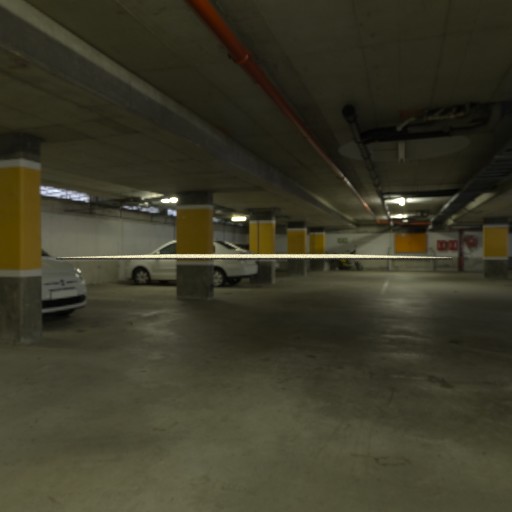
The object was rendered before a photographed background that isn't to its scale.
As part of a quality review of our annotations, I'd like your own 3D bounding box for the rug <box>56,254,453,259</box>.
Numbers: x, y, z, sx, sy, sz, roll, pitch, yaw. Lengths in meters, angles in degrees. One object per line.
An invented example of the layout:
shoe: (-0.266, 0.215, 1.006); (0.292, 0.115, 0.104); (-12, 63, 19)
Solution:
rug: (0.000, 0.000, 2.887); (1.593, 0.008, 2.238); (0, 1, 0)
